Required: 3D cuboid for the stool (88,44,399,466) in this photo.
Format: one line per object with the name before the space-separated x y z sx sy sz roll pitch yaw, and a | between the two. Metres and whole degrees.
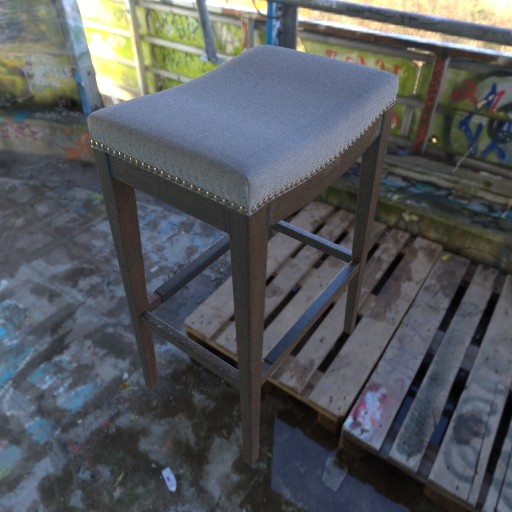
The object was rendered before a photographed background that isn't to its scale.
stool | 0.000 0.000 1.006 0.356 0.762 0.508 26 48 27
